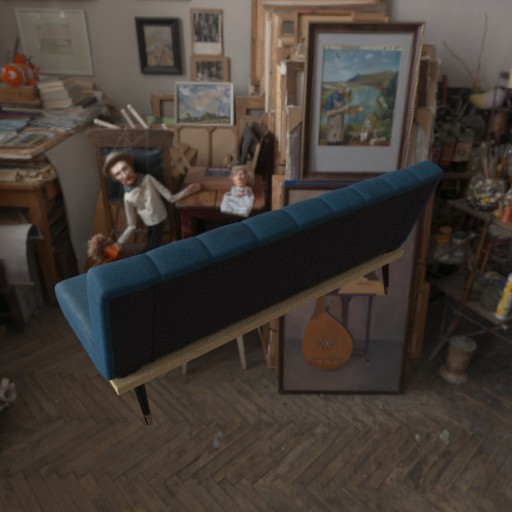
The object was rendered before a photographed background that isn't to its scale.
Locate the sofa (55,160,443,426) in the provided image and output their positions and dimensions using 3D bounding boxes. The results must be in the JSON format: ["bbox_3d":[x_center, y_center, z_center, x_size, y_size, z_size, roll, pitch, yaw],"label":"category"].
[{"bbox_3d":[0.000,0.000,2.273,1.810,0.825,0.830,-21,37,-31],"label":"sofa"}]
